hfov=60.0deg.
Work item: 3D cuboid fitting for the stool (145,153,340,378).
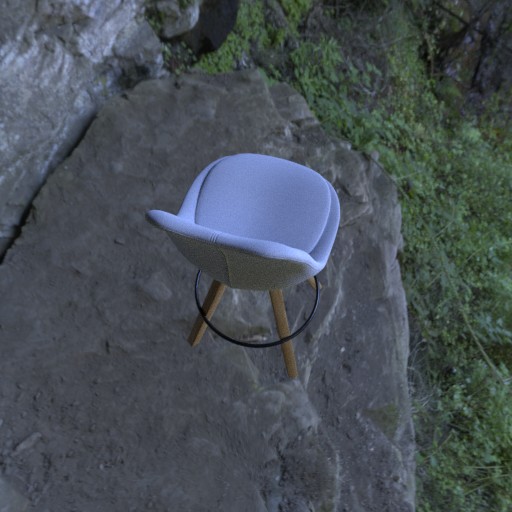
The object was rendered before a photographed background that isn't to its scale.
[{"bbox_3d":[0.000,0.000,1.432,0.484,1.115,0.550,16,63,8],"label":"stool"}]
